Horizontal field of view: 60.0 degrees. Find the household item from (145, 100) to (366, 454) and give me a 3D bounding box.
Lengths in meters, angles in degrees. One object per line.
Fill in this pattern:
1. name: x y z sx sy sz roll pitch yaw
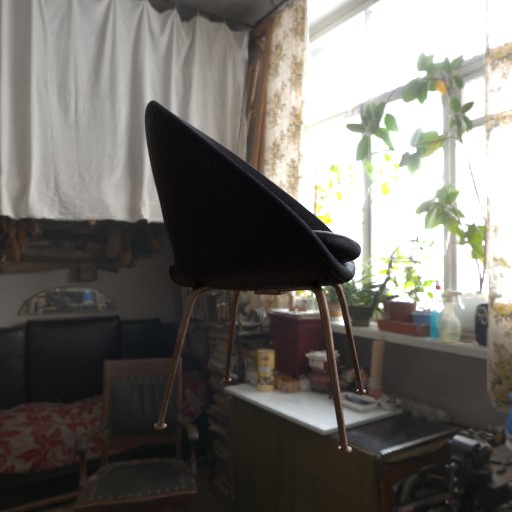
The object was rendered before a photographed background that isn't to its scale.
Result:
1. household item: 0.000 0.000 1.242 0.573 0.852 0.623 0 -1 18
